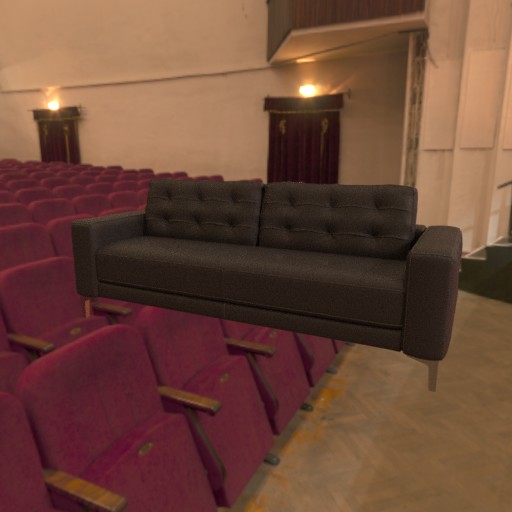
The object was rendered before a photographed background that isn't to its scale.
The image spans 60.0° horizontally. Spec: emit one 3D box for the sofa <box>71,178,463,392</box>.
[{"bbox_3d":[0.000,0.000,2.722,2.275,0.893,0.833,6,14,26],"label":"sofa"}]
